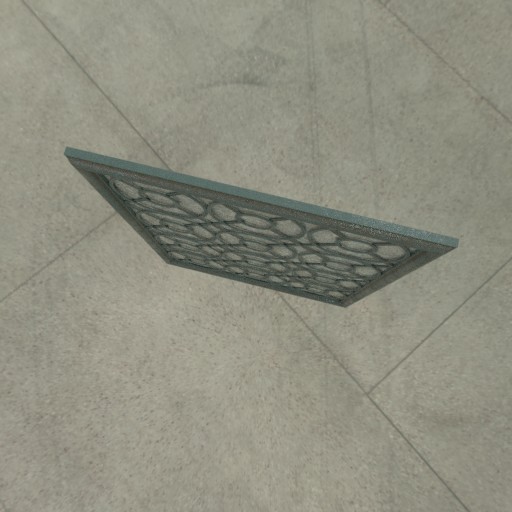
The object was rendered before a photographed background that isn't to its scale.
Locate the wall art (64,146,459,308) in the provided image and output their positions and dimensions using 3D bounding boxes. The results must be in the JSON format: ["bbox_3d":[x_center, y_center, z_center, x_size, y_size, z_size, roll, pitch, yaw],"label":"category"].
[{"bbox_3d":[0.000,0.000,1.317,0.767,0.983,0.030,14,78,3],"label":"wall art"}]
